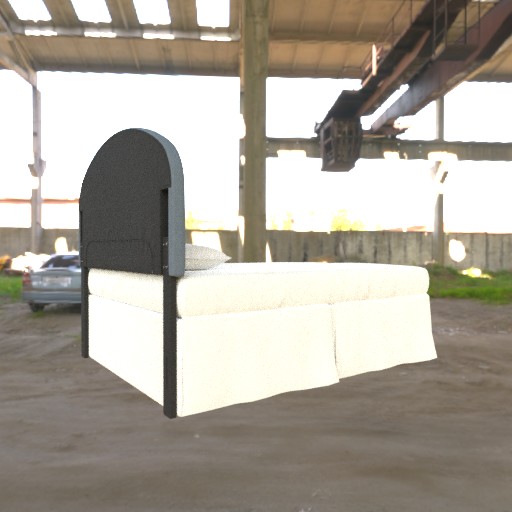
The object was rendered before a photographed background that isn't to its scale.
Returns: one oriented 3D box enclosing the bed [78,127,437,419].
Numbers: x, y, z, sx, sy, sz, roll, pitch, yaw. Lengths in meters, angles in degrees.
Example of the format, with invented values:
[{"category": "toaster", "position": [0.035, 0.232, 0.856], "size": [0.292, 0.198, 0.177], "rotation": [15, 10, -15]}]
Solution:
[{"category": "bed", "position": [0.000, 0.000, 3.104], "size": [2.005, 1.410, 1.607], "rotation": [0, 1, -36]}]
